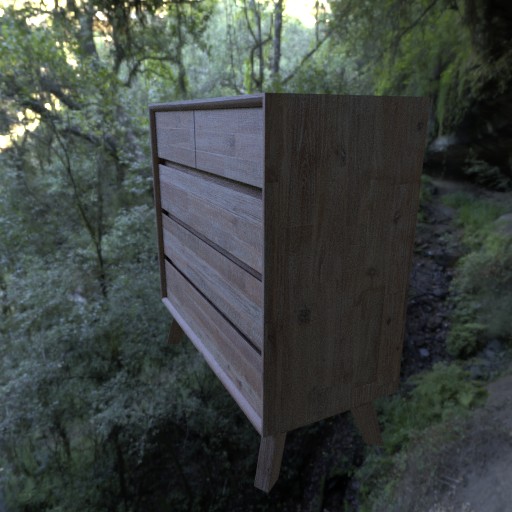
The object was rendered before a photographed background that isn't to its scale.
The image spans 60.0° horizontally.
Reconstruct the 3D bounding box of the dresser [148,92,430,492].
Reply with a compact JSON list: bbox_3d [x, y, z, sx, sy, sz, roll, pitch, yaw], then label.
[{"bbox_3d":[0.000,0.000,1.564,0.455,1.029,0.998,-8,19,-25],"label":"dresser"}]
